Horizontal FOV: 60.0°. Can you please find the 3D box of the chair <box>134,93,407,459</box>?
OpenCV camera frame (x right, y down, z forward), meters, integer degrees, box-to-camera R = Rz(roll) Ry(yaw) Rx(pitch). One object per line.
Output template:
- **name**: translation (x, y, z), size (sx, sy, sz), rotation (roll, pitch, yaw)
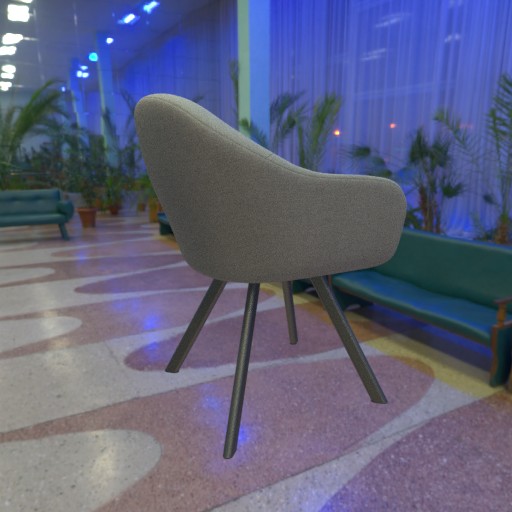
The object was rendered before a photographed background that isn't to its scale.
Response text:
- **chair**: translation (0.000, 0.000, 1.170), size (0.570, 0.780, 0.540), rotation (-7, 16, -27)
